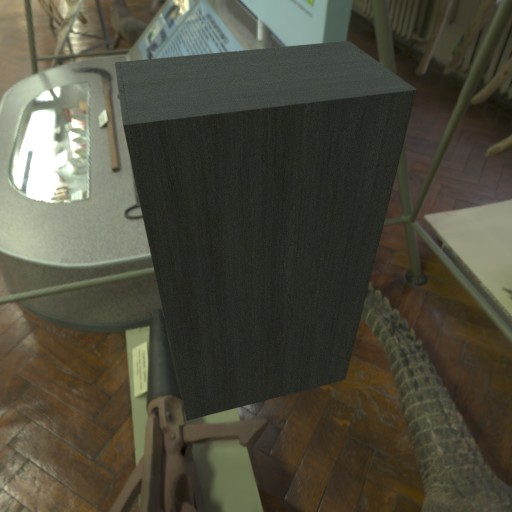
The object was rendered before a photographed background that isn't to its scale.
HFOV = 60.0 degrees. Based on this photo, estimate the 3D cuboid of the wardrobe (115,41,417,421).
[{"bbox_3d":[0.000,0.000,2.239,0.991,1.808,0.577,-11,43,-12],"label":"wardrobe"}]
